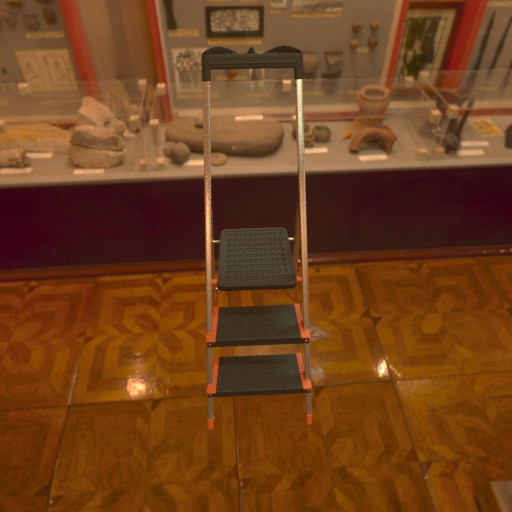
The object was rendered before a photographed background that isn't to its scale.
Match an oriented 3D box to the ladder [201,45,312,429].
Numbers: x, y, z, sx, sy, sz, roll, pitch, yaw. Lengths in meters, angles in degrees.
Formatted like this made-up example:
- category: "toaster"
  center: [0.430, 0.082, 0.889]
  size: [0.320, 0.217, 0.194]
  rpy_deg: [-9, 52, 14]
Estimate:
- category: "ladder"
  center: [0.000, 0.000, 1.559]
  size: [0.416, 1.229, 0.686]
  rpy_deg: [-2, 45, -2]
